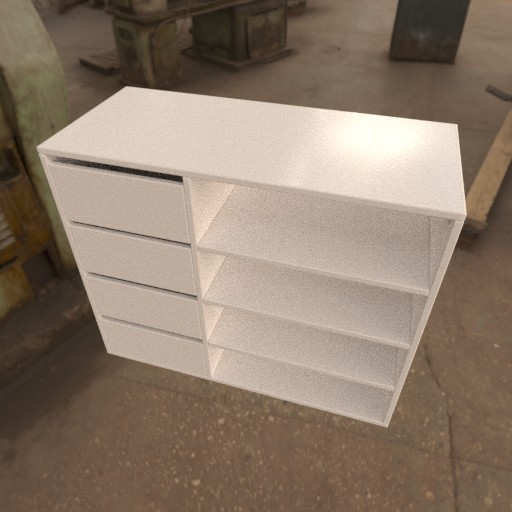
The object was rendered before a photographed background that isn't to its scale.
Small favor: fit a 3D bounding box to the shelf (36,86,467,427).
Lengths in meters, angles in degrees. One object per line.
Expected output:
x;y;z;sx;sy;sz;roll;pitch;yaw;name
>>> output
0.000;0.000;1.259;0.895;0.732;0.396;11;42;13;shelf
